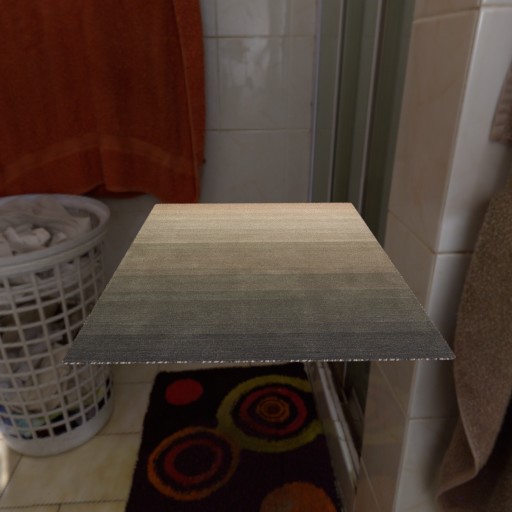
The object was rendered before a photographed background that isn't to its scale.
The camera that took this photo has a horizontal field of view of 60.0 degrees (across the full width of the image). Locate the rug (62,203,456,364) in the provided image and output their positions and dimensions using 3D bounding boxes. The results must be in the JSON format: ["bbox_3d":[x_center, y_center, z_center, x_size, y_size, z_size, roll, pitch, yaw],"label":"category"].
[{"bbox_3d":[0.000,0.000,3.883,2.305,0.017,2.902,0,25,-1],"label":"rug"}]
